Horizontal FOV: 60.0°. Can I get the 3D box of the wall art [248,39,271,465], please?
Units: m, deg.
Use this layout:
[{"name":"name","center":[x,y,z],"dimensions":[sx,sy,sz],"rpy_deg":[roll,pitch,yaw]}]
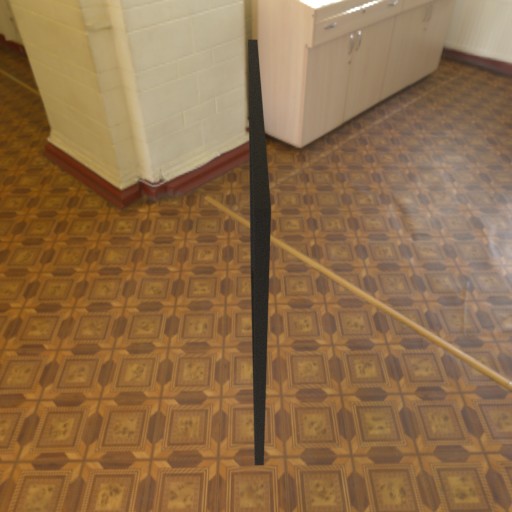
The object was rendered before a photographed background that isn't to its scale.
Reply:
[{"name":"wall art","center":[0.000,0.000,0.496],"dimensions":[0.010,0.361,0.311],"rpy_deg":[-1,43,-1]}]
